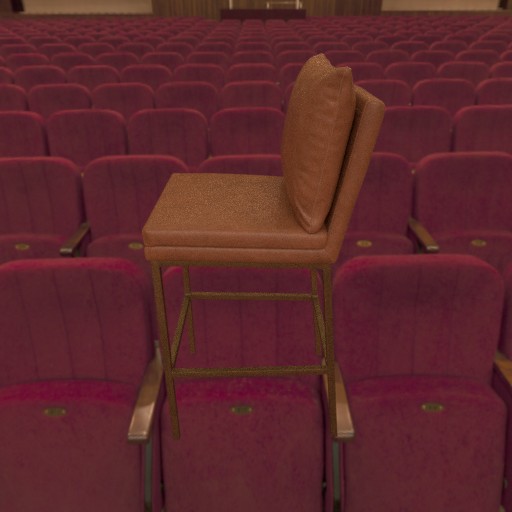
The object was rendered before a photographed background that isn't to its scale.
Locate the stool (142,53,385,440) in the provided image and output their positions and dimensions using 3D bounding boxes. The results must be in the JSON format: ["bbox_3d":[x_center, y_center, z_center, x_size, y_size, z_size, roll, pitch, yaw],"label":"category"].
[{"bbox_3d":[0.000,0.000,1.379,0.571,1.124,0.463,0,28,0],"label":"stool"}]
